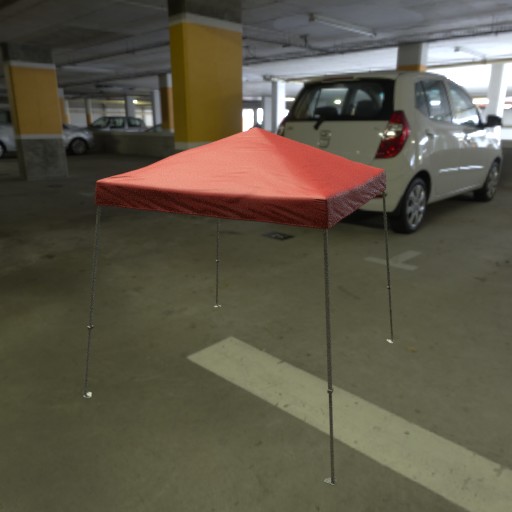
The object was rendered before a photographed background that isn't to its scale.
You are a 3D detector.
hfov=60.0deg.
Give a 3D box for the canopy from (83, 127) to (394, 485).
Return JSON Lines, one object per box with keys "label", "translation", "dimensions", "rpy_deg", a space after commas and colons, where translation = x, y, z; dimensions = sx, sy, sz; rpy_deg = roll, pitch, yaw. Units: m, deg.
{"label": "canopy", "translation": [0.000, 0.000, 5.103], "dimensions": [2.849, 2.849, 2.848], "rpy_deg": [8, 19, 25]}
